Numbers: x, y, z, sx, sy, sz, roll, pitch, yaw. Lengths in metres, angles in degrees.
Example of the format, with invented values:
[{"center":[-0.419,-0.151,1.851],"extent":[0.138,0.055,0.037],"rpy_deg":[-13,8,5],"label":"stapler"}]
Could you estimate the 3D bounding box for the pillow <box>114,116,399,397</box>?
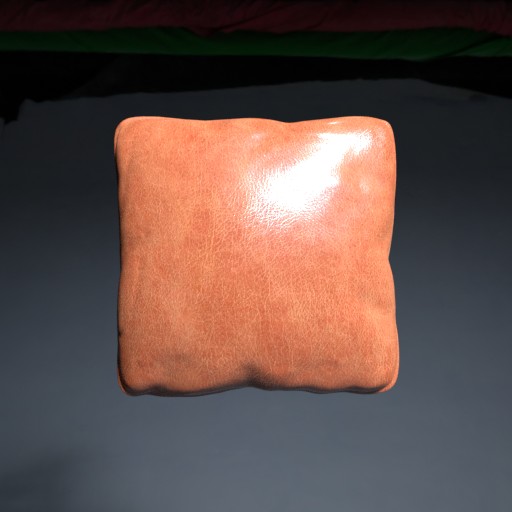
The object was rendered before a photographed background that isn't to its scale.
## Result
[{"center":[0.000,0.000,0.822],"extent":[0.532,0.523,0.236],"rpy_deg":[0,-1,0],"label":"pillow"}]
